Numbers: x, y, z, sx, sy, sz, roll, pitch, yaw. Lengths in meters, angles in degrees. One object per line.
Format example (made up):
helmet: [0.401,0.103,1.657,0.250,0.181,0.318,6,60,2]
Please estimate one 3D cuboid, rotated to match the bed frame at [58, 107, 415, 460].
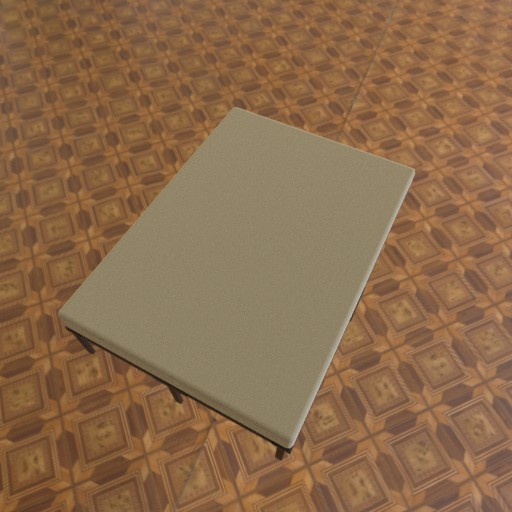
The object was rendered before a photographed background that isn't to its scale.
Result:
bed frame: [0.000,0.000,3.846,2.205,0.680,2.842,30,62,18]
